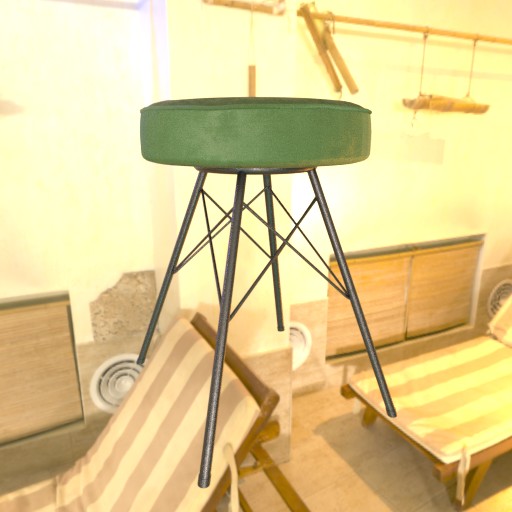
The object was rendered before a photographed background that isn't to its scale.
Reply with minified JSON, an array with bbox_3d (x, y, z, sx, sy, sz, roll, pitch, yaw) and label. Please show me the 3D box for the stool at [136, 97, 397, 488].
[{"bbox_3d":[0.000,0.000,0.905,0.430,0.595,0.457,-8,17,-26],"label":"stool"}]
